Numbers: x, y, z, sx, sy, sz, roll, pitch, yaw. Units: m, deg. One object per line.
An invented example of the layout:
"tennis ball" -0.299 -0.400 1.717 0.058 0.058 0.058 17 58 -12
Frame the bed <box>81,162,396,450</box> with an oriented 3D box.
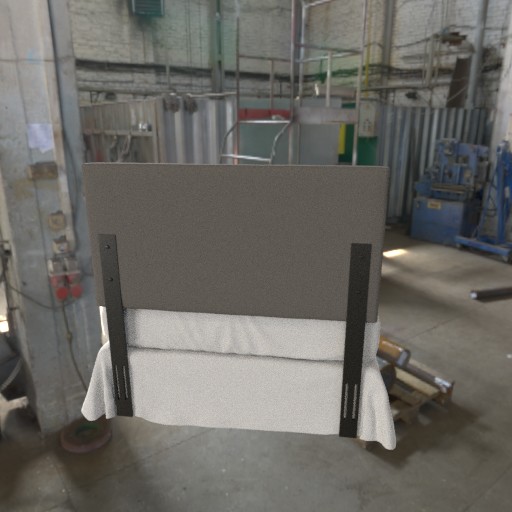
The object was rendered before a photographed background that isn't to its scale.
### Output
"bed" 0.000 0.000 3.462 1.936 1.577 2.222 2 17 8
